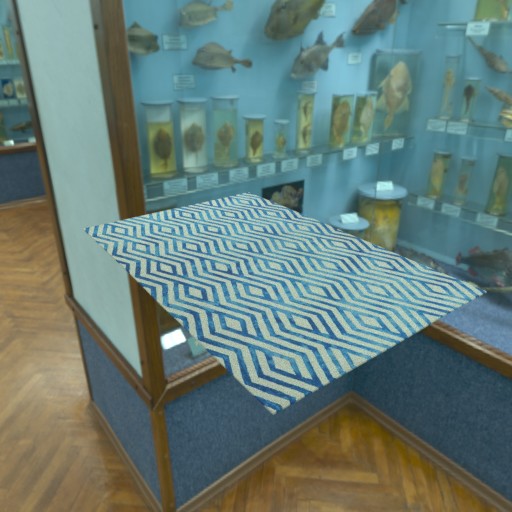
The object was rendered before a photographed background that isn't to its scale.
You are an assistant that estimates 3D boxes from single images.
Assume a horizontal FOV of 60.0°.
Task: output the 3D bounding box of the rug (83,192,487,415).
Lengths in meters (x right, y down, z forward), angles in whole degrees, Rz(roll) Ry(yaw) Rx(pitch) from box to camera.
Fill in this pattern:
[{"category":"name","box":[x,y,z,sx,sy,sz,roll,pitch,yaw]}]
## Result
[{"category":"rug","box":[0.000,0.000,2.317,1.225,0.008,1.830,-18,31,-32]}]
